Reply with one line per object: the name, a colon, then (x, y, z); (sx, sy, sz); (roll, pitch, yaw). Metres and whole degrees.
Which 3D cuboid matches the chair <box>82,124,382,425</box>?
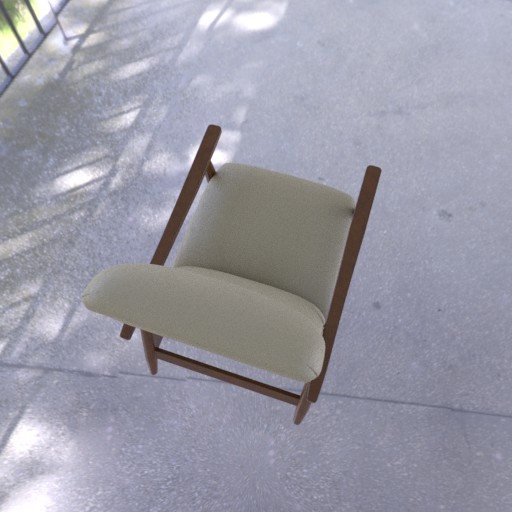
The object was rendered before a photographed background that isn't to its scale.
chair: (0.000, 0.000, 1.744); (0.762, 1.082, 1.014); (17, 65, 8)
